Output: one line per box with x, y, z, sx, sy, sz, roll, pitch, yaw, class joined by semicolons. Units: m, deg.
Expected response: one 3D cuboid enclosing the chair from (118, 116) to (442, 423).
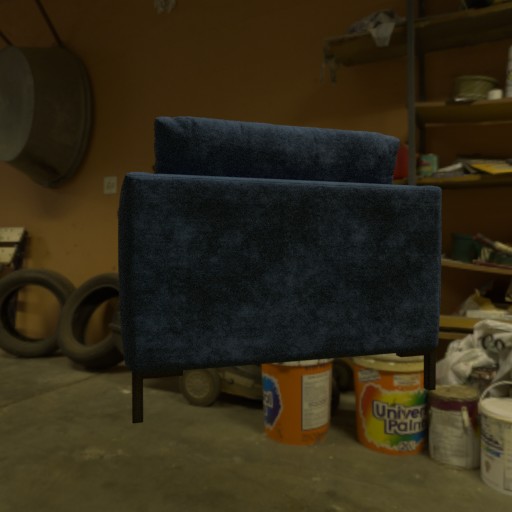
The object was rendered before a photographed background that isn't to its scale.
0.000;0.000;1.631;0.964;0.812;0.875;0;1;-17;chair
